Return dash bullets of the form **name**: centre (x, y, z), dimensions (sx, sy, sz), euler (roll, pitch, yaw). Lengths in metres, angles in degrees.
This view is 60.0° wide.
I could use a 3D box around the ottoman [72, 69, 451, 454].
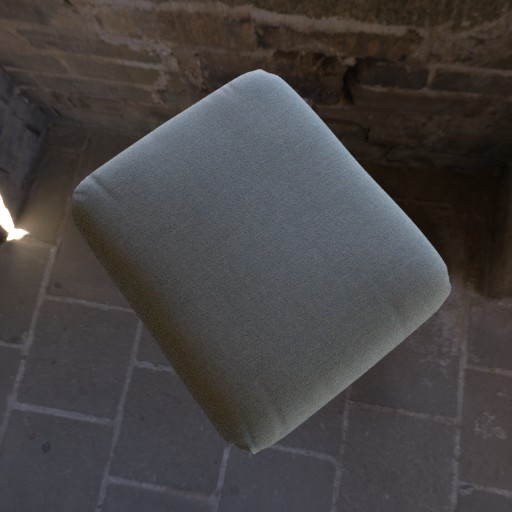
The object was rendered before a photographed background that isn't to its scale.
- **ottoman**: centre (0.000, 0.000, 1.143), dimensions (0.622, 0.450, 0.747), euler (-36, 79, -8)
